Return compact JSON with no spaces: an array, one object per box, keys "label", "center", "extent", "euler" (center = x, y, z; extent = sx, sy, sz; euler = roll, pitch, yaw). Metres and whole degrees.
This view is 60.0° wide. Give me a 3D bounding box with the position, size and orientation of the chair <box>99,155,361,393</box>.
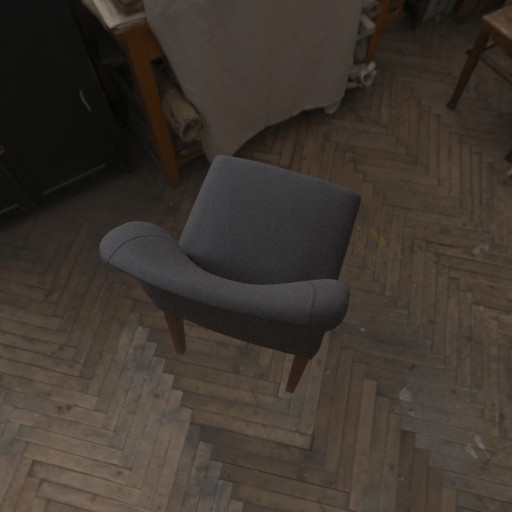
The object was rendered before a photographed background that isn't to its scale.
[{"label":"chair","center":[0.000,0.000,1.245],"extent":[0.506,0.879,0.619],"euler":[17,65,8]}]
